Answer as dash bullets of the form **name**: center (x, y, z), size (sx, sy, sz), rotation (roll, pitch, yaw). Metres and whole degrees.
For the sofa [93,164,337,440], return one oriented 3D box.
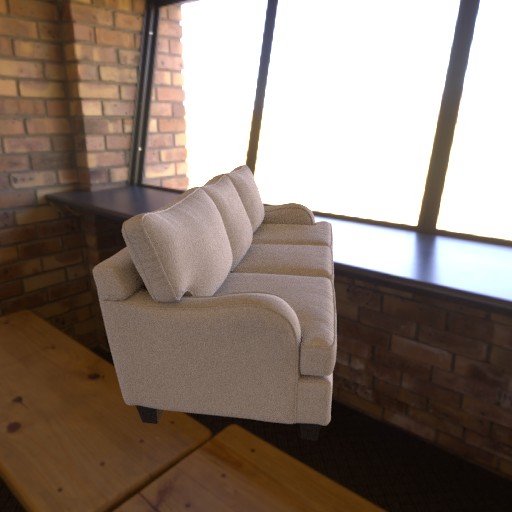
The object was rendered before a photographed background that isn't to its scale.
- **sofa**: center (0.000, 0.000, 2.896), size (1.016, 0.991, 2.323), rotation (3, 17, 8)
